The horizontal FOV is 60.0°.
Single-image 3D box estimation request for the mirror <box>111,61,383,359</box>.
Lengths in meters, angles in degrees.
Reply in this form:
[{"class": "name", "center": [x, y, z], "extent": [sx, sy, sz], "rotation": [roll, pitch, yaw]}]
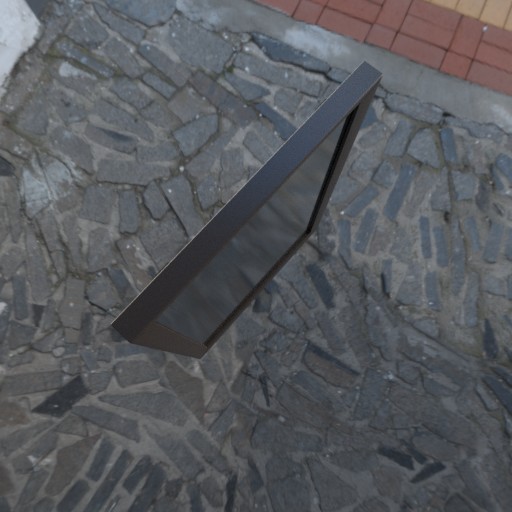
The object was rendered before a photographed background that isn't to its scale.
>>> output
[{"class": "mirror", "center": [0.000, 0.000, 0.934], "extent": [0.040, 0.710, 0.507], "rotation": [41, 79, 10]}]
